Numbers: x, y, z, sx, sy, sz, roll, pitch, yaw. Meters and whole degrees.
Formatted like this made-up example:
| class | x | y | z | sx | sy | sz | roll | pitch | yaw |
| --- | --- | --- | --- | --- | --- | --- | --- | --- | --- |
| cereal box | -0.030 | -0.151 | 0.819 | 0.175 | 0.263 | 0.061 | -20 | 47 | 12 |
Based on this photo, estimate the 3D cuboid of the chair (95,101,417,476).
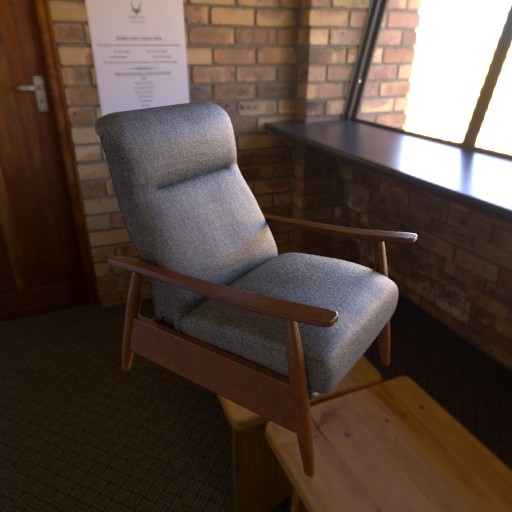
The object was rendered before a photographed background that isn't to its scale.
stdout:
| class | x | y | z | sx | sy | sz | roll | pitch | yaw |
| --- | --- | --- | --- | --- | --- | --- | --- | --- | --- |
| chair | 0.000 | 0.000 | 1.768 | 1.030 | 1.082 | 0.762 | 17 | 30 | 32 |
